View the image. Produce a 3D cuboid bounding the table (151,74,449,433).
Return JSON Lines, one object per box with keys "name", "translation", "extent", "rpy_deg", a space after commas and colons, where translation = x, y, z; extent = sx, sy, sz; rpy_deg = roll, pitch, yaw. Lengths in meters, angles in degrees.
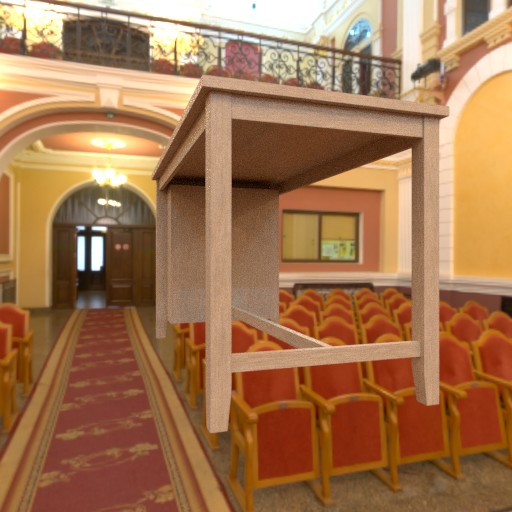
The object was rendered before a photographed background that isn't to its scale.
{"name": "table", "translation": [0.000, 0.000, 1.843], "extent": [0.729, 0.874, 1.397], "rpy_deg": [0, 0, -18]}
